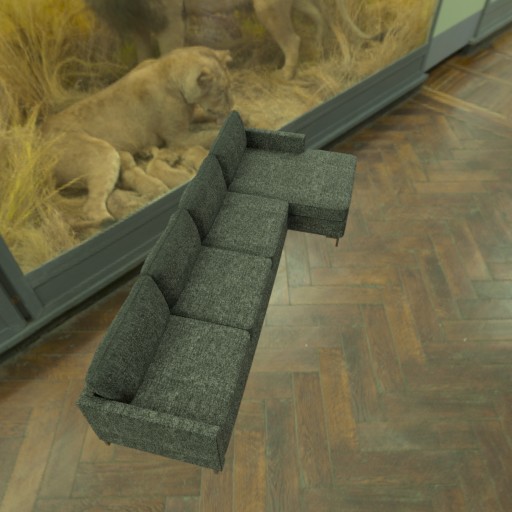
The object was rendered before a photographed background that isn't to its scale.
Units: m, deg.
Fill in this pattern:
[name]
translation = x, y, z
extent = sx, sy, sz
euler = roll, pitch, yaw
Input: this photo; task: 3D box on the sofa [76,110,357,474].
[sofa]
translation = 0.000, 0.000, 3.913
extent = 1.488, 0.970, 3.384
euler = 10, 48, 9
